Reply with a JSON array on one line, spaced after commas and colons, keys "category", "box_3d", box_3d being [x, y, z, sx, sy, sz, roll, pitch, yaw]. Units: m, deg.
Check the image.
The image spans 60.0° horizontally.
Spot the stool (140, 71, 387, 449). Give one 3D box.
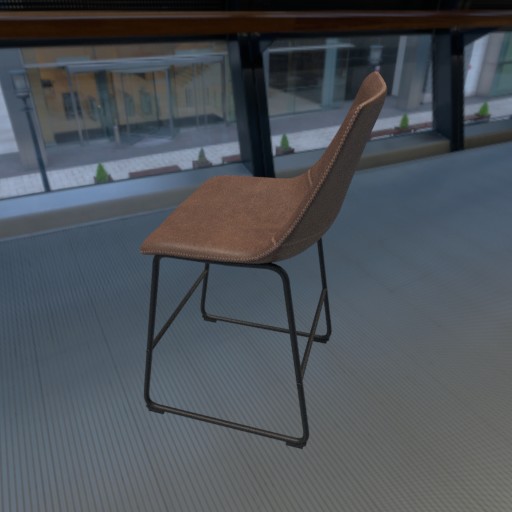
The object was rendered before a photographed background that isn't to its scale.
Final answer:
[{"category": "stool", "box_3d": [0.000, 0.000, 1.182, 0.550, 0.890, 0.460, 8, 32, 14]}]
